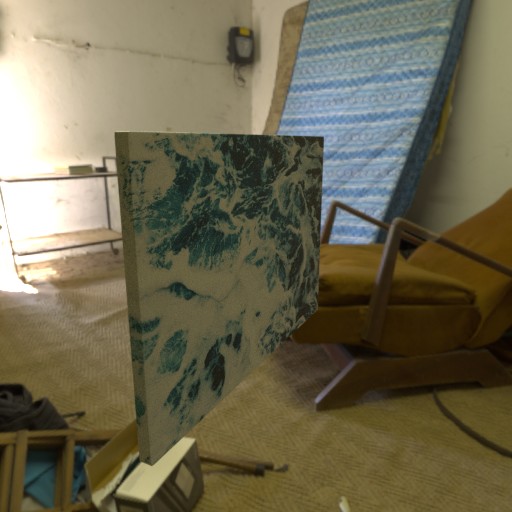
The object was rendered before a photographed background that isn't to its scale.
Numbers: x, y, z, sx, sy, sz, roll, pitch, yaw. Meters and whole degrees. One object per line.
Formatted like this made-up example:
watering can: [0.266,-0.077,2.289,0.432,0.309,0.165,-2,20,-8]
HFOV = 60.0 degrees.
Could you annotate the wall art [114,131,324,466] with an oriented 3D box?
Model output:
wall art: [0.000,0.000,1.928,0.055,1.017,1.524,7,16,27]
